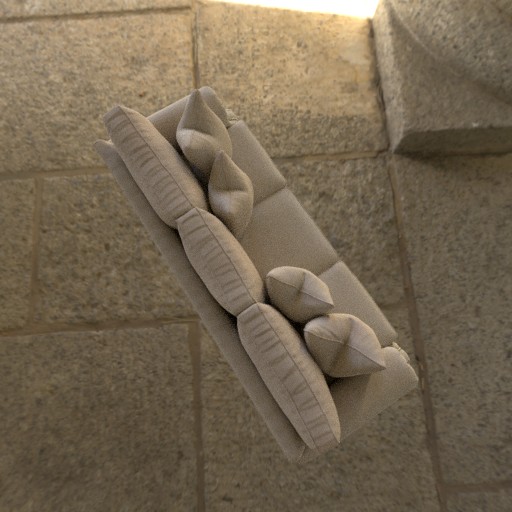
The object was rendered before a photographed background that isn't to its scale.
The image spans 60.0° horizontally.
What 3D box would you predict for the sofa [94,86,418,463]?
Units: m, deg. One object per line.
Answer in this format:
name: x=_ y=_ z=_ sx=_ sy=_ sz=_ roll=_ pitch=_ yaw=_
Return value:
sofa: x=0.000 y=0.000 z=2.790 sx=0.965 sy=0.975 sz=2.312 roll=-32 pitch=78 yaw=-8
